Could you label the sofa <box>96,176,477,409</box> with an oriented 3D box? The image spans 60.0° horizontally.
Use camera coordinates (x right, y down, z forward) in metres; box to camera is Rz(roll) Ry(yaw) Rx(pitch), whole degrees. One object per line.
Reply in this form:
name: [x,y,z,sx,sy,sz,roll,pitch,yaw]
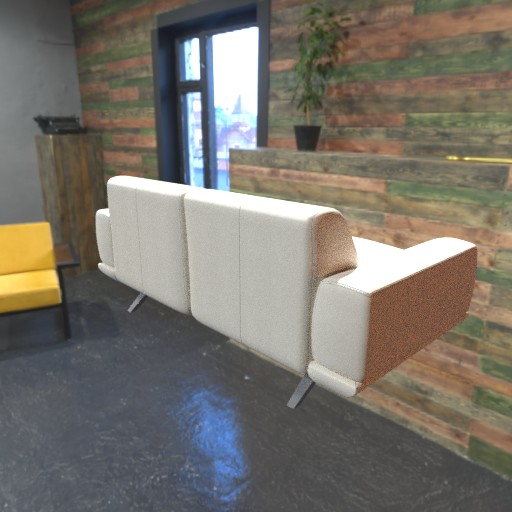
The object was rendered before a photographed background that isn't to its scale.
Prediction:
sofa: [0.000,0.000,2.306,0.900,0.772,1.901,-15,22,-41]
